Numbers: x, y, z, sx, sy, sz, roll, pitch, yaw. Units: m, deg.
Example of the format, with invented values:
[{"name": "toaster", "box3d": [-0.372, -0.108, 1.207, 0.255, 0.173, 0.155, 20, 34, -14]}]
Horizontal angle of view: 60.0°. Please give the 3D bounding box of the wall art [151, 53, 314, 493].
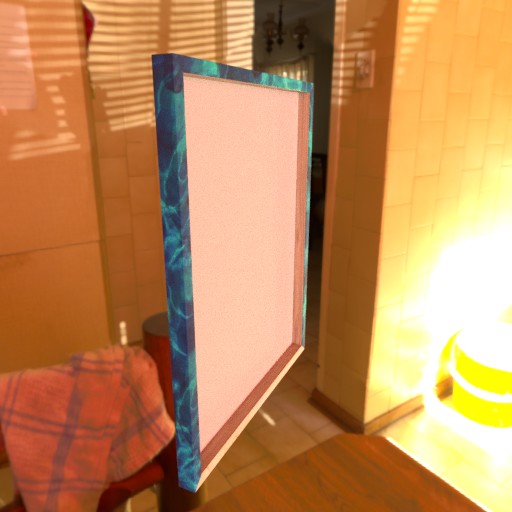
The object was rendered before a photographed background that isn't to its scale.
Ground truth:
[{"name": "wall art", "box3d": [0.000, 0.000, 0.993, 0.038, 0.760, 0.609, 8, 19, 24]}]
